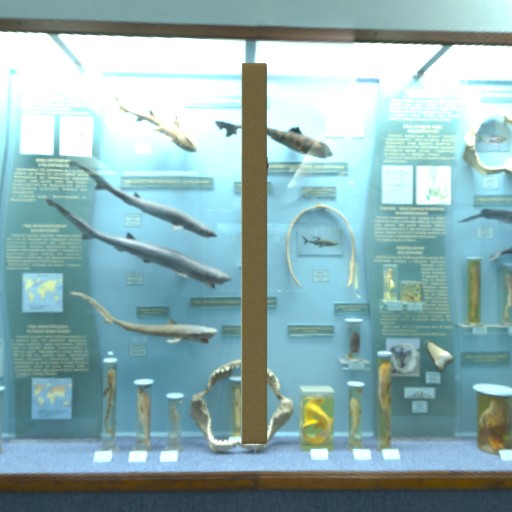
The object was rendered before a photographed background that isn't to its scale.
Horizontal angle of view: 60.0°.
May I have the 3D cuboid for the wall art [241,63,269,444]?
[{"bbox_3d":[0.000,0.000,0.482,0.019,0.254,0.380,0,-1,0],"label":"wall art"}]
